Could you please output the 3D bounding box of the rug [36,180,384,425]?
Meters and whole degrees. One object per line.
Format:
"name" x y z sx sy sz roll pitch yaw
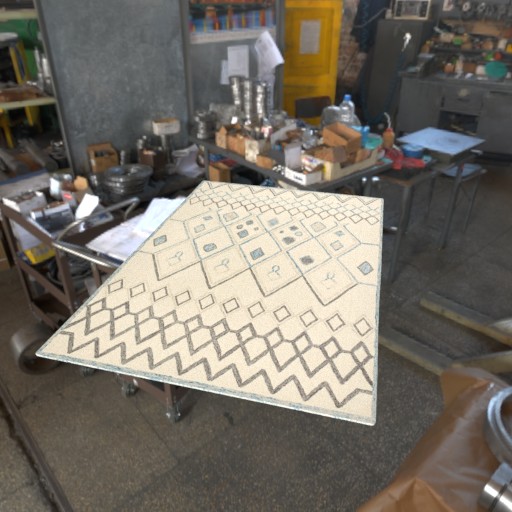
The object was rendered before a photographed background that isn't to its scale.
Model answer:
"rug" 0.000 0.000 2.296 1.260 0.009 1.820 8 32 12
